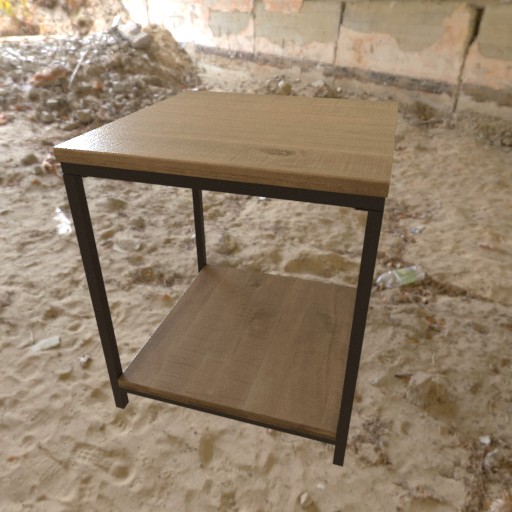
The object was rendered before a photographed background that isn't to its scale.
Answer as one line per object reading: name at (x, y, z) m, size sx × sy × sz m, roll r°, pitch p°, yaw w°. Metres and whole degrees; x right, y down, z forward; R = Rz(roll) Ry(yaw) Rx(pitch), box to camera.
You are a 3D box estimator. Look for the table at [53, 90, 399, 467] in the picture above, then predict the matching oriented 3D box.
table at (0.000, 0.000, 0.981) m, size 0.507 × 0.589 × 0.503 m, roll 9°, pitch 32°, yaw 14°
